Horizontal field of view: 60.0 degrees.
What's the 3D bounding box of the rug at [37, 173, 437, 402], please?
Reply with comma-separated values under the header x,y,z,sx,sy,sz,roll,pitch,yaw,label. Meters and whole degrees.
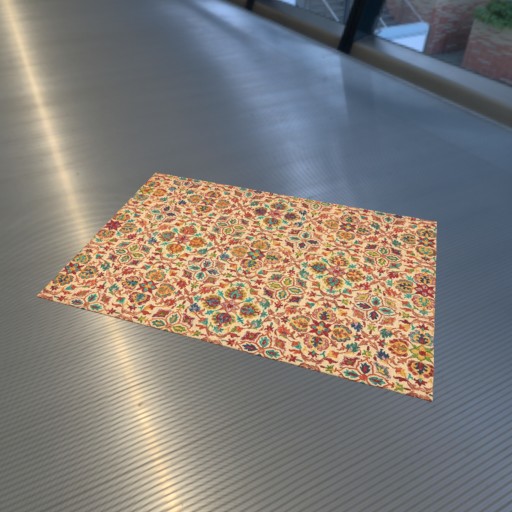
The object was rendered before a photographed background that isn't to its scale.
x,y,z,sx,sy,sz,roll,pitch,yaw,label
0.000,0.000,2.374,1.838,0.013,1.226,12,42,13,rug
